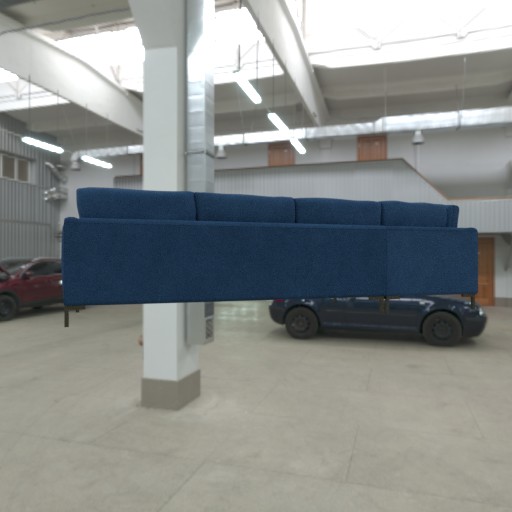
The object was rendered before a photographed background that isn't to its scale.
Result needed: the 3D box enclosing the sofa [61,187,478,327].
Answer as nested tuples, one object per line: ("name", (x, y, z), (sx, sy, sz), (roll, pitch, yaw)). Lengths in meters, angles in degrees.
("sofa", (0.000, 0.000, 3.850), (2.949, 0.815, 2.007), (0, 0, -18))
